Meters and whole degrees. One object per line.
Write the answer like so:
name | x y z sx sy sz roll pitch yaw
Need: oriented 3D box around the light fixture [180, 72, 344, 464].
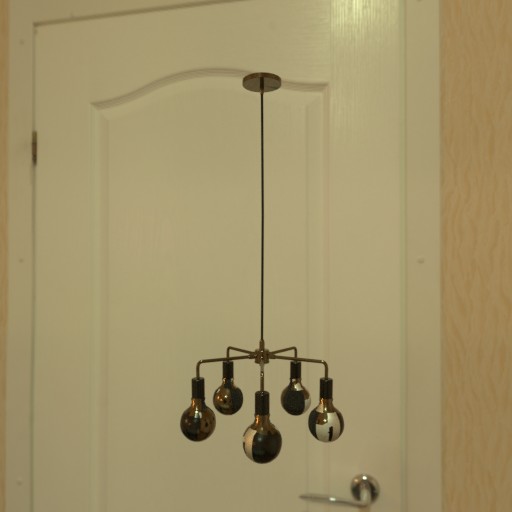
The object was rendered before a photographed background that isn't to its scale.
light fixture | 0.000 0.000 1.238 0.421 0.988 0.438 0 -1 -17
